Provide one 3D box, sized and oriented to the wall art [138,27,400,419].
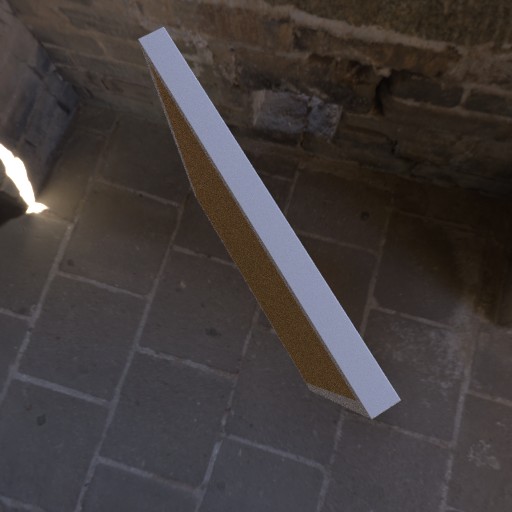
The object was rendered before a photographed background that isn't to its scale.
[{"bbox_3d":[0.000,0.000,0.737,0.035,0.507,0.508,-30,78,-7],"label":"wall art"}]
